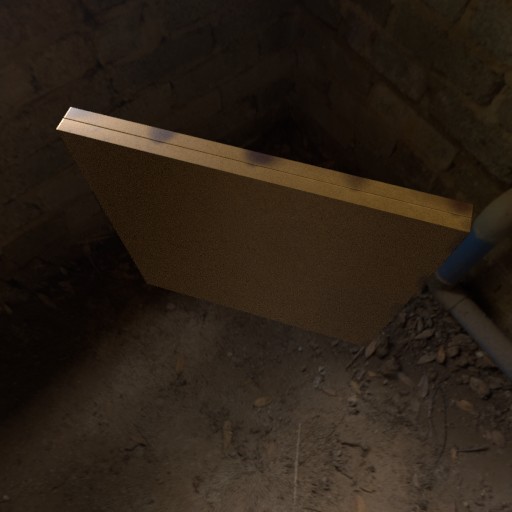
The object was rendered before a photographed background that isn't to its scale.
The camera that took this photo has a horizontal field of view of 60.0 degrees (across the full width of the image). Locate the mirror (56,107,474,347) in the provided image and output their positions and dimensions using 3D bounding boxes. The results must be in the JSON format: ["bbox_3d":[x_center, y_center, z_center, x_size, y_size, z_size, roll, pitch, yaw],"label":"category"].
[{"bbox_3d":[0.000,0.000,0.757,0.509,0.507,0.042,15,65,7],"label":"mirror"}]
